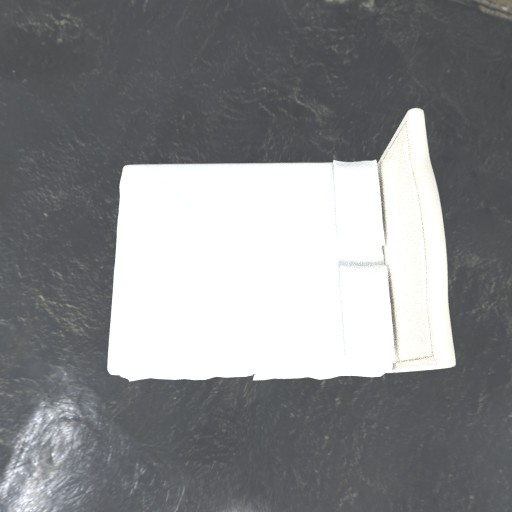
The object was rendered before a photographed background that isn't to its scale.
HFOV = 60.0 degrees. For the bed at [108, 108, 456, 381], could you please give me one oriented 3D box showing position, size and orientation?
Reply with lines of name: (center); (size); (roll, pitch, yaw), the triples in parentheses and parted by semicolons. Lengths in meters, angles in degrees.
bed: (0.000, 0.000, 3.368); (2.282, 1.436, 1.821); (-1, 74, 0)
